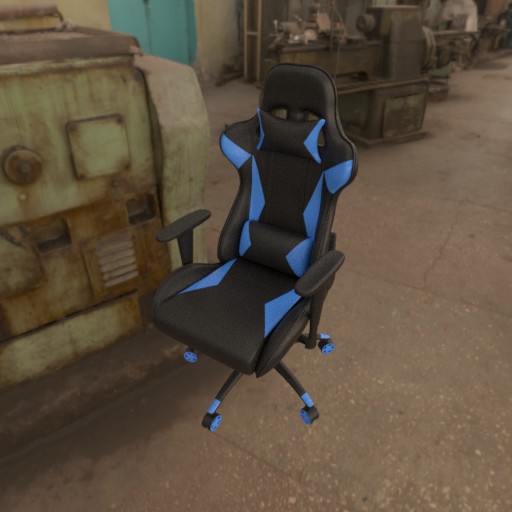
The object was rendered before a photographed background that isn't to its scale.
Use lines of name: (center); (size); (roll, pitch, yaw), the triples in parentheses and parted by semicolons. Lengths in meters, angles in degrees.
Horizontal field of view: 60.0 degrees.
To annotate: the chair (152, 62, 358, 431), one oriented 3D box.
chair: (0.000, 0.000, 1.673); (0.695, 1.282, 0.730); (19, 37, 28)
